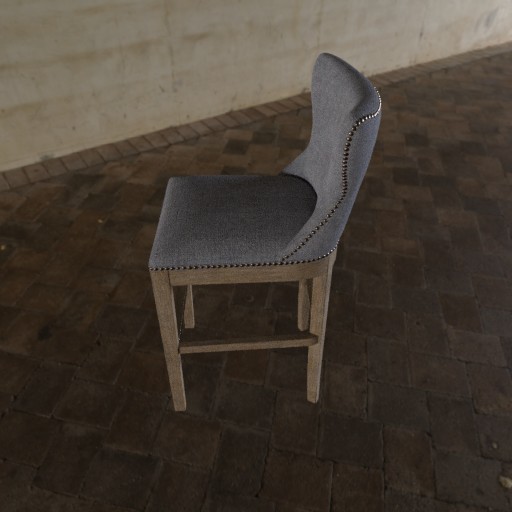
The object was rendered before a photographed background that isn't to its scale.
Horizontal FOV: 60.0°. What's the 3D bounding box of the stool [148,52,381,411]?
[{"bbox_3d":[0.000,0.000,1.437,0.606,1.123,0.494,-1,40,-1],"label":"stool"}]
